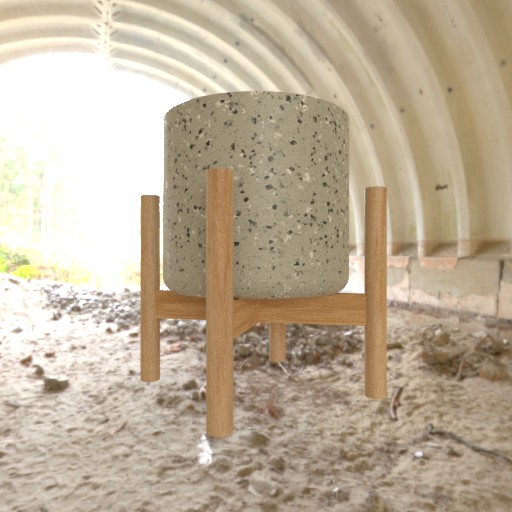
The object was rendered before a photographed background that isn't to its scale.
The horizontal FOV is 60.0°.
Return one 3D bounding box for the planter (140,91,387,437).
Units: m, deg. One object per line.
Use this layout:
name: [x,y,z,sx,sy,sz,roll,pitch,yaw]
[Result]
planter: [0.000,0.000,0.540,0.284,0.320,0.284,0,0,36]
